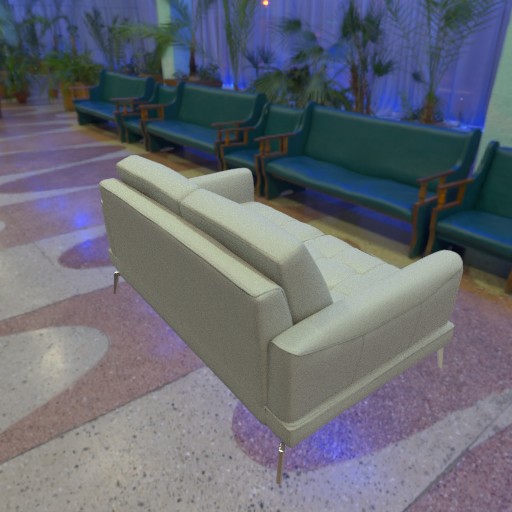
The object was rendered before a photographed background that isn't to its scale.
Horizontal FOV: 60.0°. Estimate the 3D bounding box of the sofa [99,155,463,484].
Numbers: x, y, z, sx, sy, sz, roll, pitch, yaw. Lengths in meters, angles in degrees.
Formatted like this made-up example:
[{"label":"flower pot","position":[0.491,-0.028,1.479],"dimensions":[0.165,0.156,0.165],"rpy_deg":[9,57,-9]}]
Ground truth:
[{"label":"sofa","position":[0.000,0.000,2.408],"dimensions":[1.121,0.930,1.819],"rpy_deg":[-19,34,-32]}]
